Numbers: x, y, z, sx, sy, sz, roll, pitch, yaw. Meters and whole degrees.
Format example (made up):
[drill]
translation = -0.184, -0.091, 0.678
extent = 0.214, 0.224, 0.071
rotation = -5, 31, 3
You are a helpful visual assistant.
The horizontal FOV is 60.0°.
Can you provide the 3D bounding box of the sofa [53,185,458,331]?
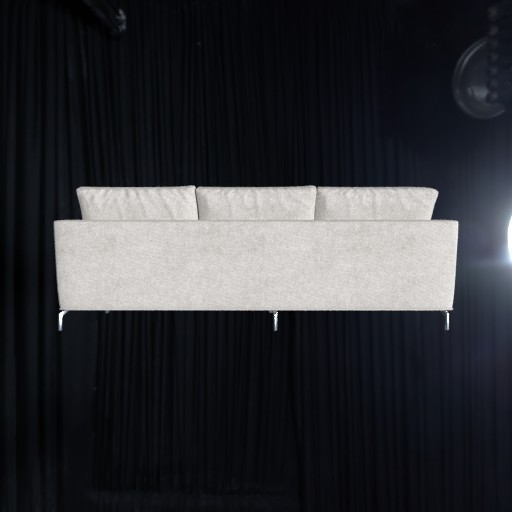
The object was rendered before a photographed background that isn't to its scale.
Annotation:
[sofa]
translation = 0.000, 0.000, 3.785
extent = 2.438, 0.864, 2.438
rotation = 0, 0, 0
